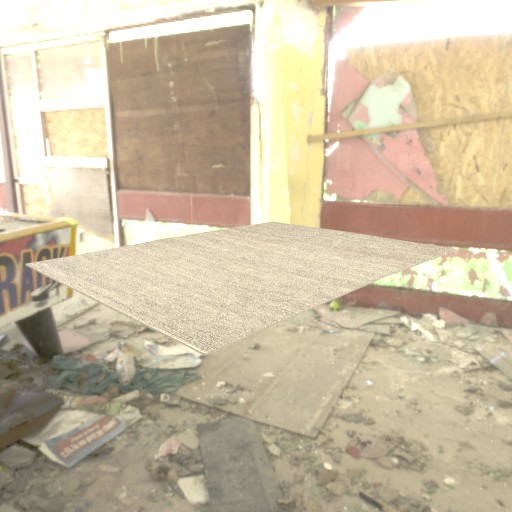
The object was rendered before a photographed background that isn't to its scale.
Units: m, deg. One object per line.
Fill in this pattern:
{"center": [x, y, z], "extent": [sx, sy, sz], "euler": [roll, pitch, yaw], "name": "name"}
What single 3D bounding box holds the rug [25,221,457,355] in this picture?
{"center": [0.000, 0.000, 4.084], "extent": [2.434, 0.045, 3.202], "euler": [13, 19, 43], "name": "rug"}
